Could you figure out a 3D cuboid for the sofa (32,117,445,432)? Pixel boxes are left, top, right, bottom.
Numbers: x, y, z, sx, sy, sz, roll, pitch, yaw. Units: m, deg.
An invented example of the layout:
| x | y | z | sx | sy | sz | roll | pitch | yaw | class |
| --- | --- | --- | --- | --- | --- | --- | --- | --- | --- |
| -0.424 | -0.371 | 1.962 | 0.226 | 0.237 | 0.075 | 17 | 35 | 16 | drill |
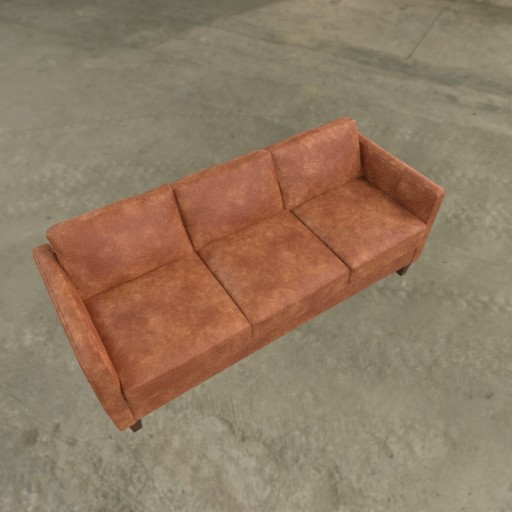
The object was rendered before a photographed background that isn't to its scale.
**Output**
| x | y | z | sx | sy | sz | roll | pitch | yaw | class |
| --- | --- | --- | --- | --- | --- | --- | --- | --- | --- |
| 0.000 | 0.000 | 2.955 | 2.464 | 1.006 | 1.045 | -26 | 52 | -22 | sofa |
